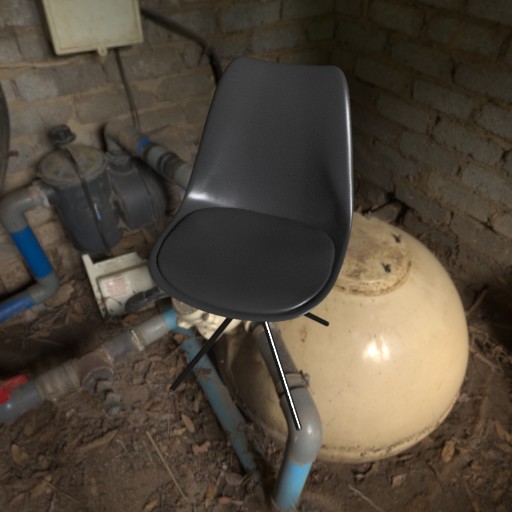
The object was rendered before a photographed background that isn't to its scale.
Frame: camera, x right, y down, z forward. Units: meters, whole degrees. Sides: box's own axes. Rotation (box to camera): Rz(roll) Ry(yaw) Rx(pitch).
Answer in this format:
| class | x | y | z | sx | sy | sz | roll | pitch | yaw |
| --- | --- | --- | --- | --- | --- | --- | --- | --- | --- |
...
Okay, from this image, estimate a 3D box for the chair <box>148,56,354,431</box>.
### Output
| class | x | y | z | sx | sy | sz | roll | pitch | yaw |
| --- | --- | --- | --- | --- | --- | --- | --- | --- | --- |
| chair | 0.000 | 0.000 | 1.179 | 0.461 | 0.850 | 0.525 | 12 | 43 | 13 |
